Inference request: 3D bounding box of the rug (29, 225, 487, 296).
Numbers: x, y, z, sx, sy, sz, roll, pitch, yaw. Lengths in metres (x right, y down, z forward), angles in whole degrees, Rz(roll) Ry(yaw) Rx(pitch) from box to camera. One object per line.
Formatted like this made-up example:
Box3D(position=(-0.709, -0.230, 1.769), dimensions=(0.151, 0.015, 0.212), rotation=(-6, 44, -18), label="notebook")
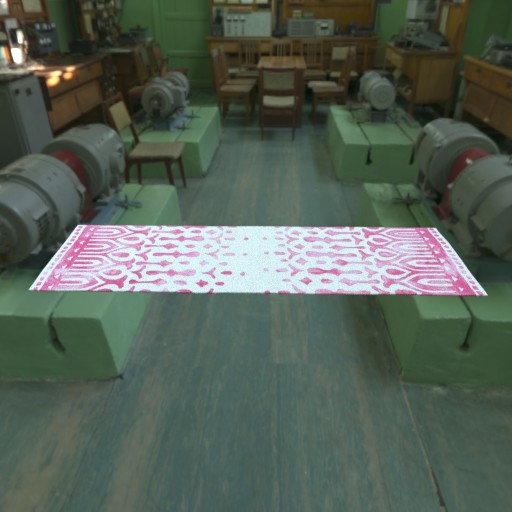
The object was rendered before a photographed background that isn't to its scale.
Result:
Box3D(position=(0.000, 0.000, 2.688), dimensions=(2.458, 0.011, 0.787), rotation=(1, 31, 1), label="rug")
